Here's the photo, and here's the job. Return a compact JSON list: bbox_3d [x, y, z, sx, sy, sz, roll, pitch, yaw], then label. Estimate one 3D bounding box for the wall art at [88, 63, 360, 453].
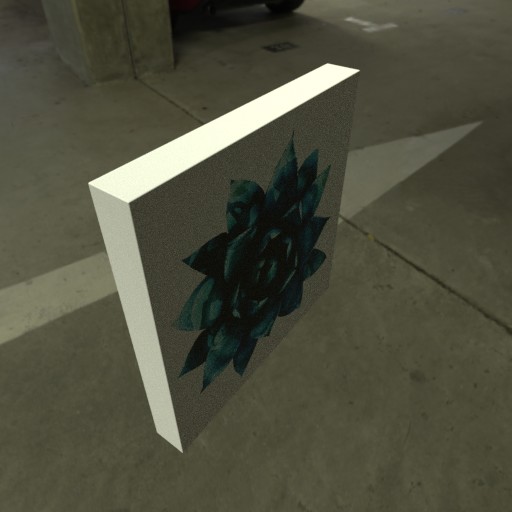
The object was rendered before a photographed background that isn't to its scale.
[{"bbox_3d":[0.000,0.000,0.461,0.038,0.305,0.305,25,46,27],"label":"wall art"}]
